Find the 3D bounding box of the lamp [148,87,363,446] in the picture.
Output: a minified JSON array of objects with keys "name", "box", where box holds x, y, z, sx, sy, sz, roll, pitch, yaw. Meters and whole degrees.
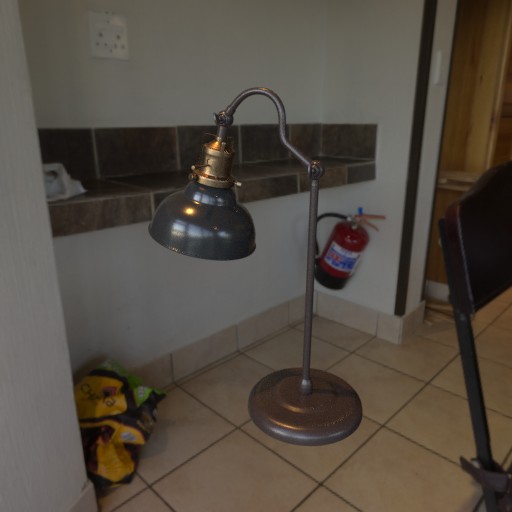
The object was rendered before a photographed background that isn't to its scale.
[{"name":"lamp","box":[0.000,0.000,0.712,0.374,0.508,0.192,8,19,25]}]
